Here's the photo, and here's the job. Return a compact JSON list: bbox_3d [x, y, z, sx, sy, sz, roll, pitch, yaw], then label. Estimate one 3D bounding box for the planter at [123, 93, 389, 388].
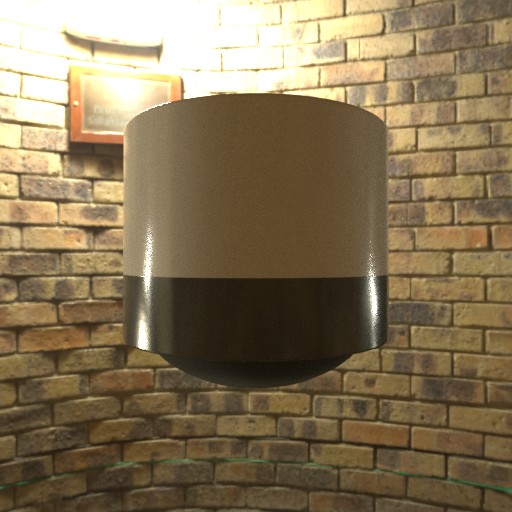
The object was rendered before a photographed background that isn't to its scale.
[{"bbox_3d":[0.000,0.000,0.336,0.193,0.177,0.193,0,-1,0],"label":"planter"}]
